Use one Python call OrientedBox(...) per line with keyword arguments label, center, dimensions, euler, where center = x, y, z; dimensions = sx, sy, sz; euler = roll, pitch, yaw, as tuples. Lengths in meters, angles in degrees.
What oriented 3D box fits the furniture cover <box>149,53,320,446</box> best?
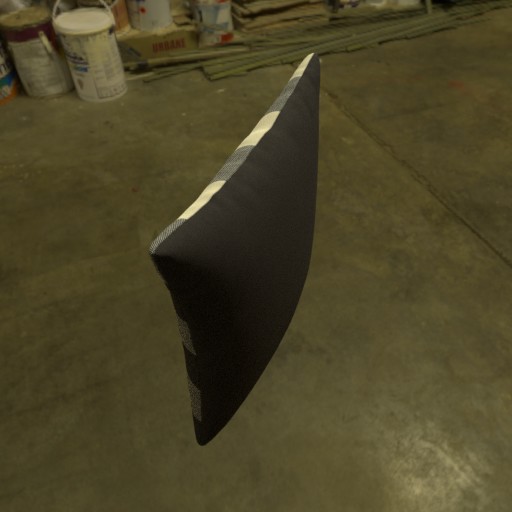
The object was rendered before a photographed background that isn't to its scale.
OrientedBox(label="furniture cover", center=(0.000, 0.000, 0.774), dimensions=(0.161, 0.509, 0.511), euler=(17, 49, 16))
